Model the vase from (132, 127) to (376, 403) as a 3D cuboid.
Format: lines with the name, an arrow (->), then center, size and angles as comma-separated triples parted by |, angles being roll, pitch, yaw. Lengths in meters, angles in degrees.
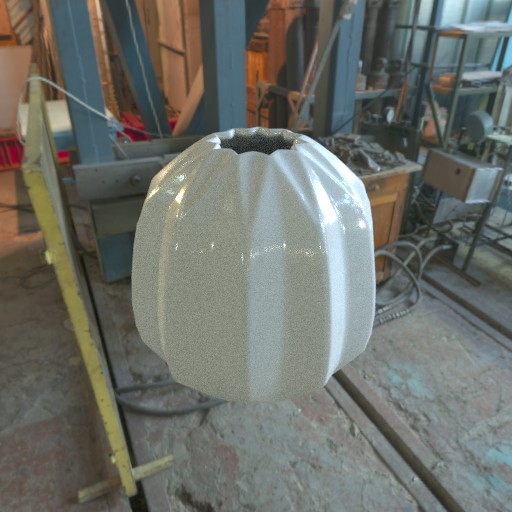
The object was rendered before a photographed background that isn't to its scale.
vase -> 0.000, 0.000, 0.252 | 0.139, 0.134, 0.139 | 0, 30, 0
